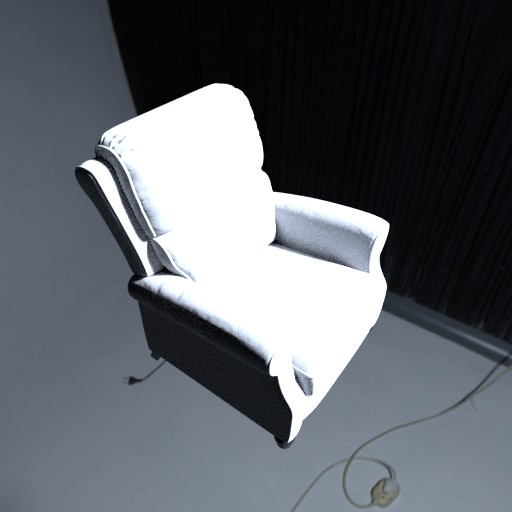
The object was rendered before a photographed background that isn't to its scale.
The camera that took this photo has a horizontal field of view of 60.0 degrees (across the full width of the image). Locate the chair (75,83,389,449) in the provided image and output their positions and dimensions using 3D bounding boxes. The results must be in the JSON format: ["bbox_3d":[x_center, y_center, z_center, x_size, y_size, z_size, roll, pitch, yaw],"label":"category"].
[{"bbox_3d":[0.000,0.000,1.752,0.919,1.046,0.859,26,47,27],"label":"chair"}]
